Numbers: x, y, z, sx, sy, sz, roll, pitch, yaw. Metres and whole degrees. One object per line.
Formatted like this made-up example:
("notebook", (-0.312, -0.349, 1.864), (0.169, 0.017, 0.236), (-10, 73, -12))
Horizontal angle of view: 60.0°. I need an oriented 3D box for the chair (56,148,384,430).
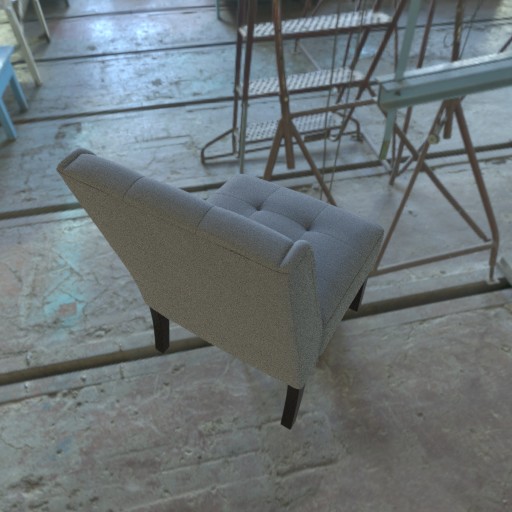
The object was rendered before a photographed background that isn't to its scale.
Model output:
("chair", (0.000, 0.000, 1.290), (0.569, 0.853, 0.676), (24, 51, 21))
